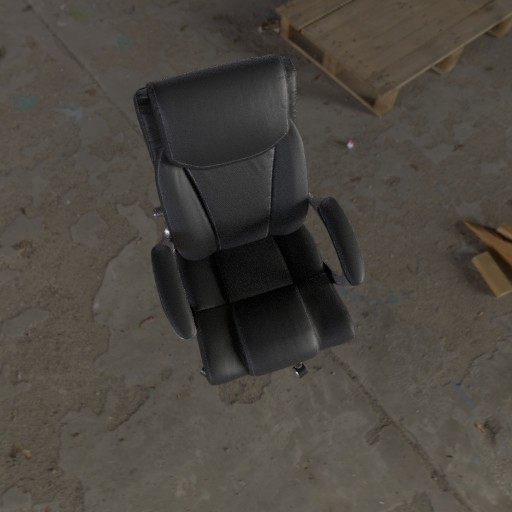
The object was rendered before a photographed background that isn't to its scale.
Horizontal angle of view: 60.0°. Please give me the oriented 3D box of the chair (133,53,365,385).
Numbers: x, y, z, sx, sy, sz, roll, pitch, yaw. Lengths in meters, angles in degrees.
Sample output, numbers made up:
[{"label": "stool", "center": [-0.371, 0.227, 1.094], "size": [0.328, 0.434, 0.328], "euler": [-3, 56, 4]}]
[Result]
[{"label": "chair", "center": [0.000, 0.000, 1.640], "size": [0.741, 1.167, 0.784], "euler": [-16, 64, -8]}]
